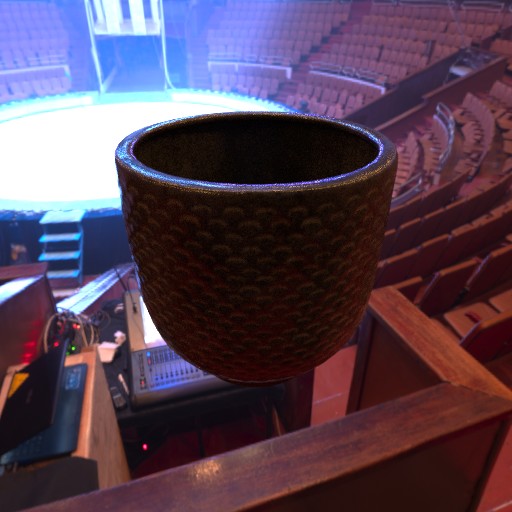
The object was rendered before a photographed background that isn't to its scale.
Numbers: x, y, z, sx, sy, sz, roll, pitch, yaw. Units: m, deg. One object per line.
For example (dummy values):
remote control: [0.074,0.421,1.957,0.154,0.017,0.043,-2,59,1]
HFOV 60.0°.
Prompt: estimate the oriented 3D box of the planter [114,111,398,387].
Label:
planter: [0.000,0.000,0.361,0.197,0.191,0.197,0,30,0]
